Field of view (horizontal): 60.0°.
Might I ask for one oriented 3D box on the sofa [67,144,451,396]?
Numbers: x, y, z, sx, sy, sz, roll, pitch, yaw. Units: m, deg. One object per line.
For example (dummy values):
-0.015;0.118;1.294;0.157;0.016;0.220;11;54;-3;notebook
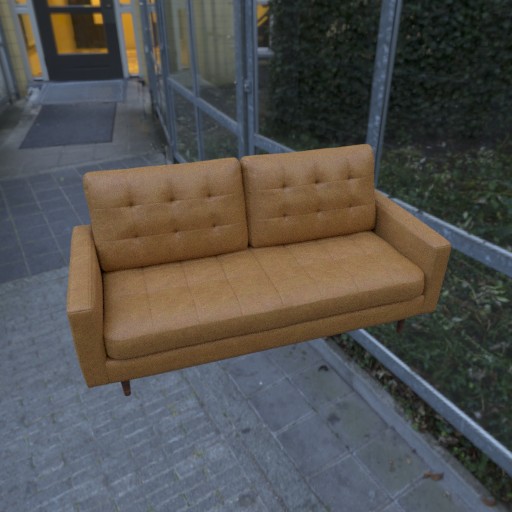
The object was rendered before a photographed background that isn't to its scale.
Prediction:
0.000;0.000;2.331;1.821;0.898;0.850;-9;32;-15;sofa
